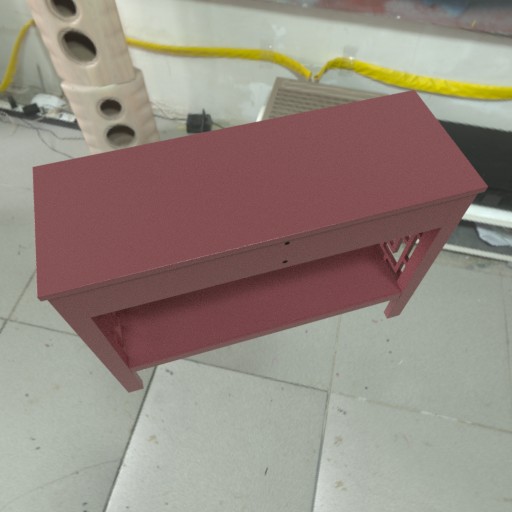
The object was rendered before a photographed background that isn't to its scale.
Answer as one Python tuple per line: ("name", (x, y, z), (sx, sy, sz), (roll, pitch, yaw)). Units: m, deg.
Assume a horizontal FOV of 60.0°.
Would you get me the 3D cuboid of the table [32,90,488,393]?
("table", (0.000, 0.000, 1.422), (1.068, 0.753, 0.397), (-14, 59, -9))
